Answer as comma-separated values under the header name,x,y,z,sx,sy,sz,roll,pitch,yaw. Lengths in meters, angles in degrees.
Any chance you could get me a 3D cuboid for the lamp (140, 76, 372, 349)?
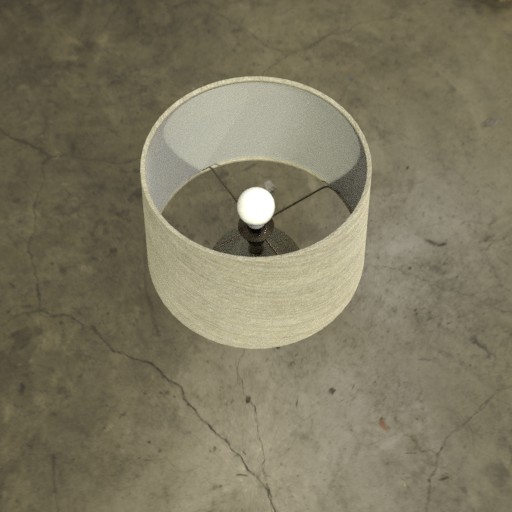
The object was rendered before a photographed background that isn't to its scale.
name,x,y,z,sx,sy,sz,roll,pitch,yaw
lamp,0.000,0.000,0.850,0.390,0.580,0.390,0,63,0
